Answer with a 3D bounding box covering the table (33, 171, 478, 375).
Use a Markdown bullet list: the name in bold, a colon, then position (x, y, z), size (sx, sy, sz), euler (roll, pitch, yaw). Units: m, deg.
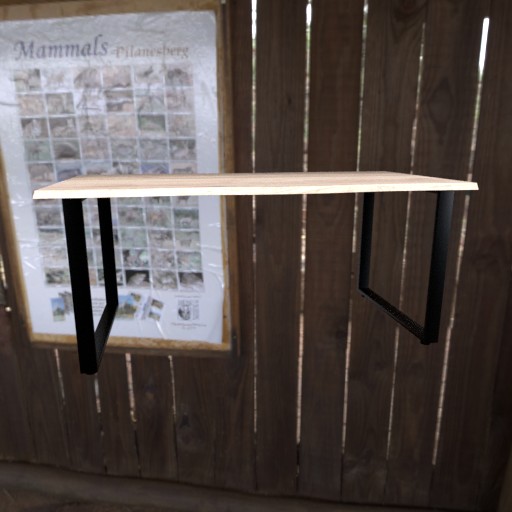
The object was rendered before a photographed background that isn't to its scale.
- **table**: position (0.000, 0.000, 2.257), size (1.800, 0.780, 0.900), euler (-3, 14, -10)
